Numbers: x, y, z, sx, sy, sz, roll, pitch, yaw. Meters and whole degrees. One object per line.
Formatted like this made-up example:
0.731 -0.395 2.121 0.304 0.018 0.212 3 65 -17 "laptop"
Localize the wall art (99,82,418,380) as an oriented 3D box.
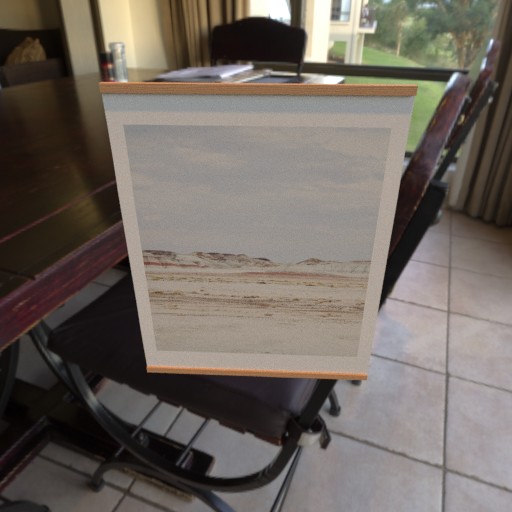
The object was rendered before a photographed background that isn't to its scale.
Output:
0.000 0.000 0.692 0.404 0.507 0.010 1 30 2 "wall art"
